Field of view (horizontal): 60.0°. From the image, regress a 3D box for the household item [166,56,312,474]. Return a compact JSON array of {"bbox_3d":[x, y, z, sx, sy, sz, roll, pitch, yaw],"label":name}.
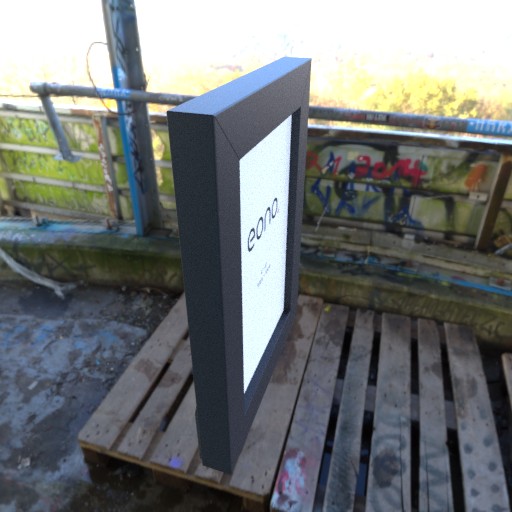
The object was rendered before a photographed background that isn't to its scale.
[{"bbox_3d":[0.000,0.000,0.233,0.022,0.178,0.133,10,33,16],"label":"household item"}]
